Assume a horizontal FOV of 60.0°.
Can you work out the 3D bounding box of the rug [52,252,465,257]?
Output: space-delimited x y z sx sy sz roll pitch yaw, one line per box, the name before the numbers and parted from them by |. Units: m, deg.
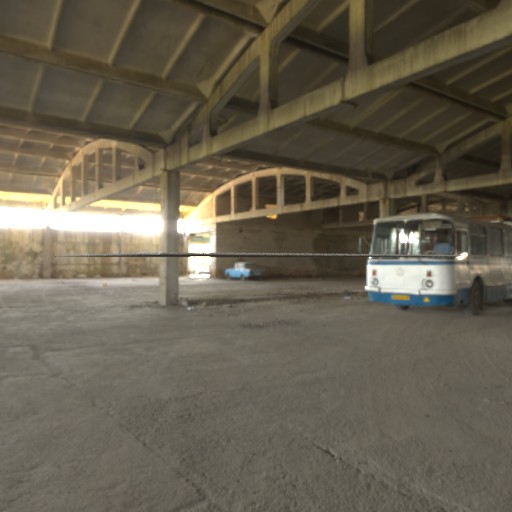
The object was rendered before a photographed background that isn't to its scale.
rug | 0.000 0.000 4.088 3.051 0.013 2.380 0 -1 -35
